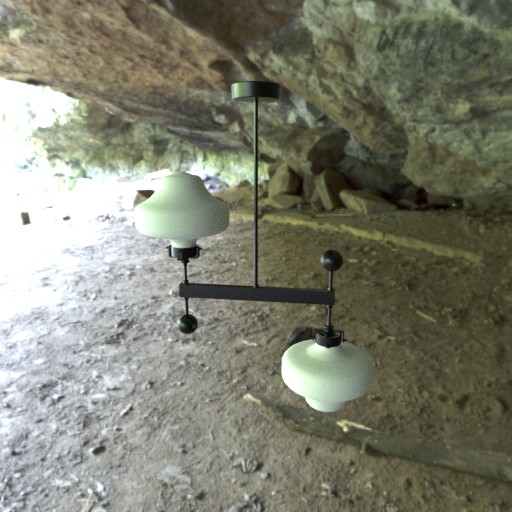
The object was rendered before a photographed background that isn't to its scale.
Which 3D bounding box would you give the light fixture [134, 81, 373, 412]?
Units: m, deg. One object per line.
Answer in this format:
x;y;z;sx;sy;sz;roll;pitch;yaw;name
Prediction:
0.000;0.000;1.020;0.489;0.743;0.422;-7;15;-27;light fixture
